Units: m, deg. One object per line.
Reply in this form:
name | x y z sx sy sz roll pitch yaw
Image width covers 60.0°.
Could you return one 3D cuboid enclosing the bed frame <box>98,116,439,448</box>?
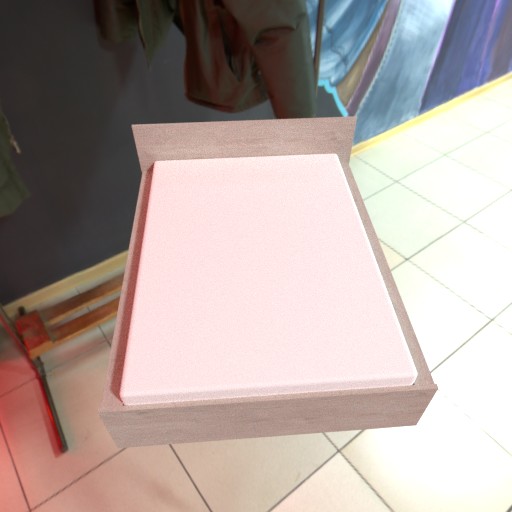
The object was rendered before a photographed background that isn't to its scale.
bed frame | 0.000 0.000 2.796 1.622 0.800 1.960 -3 46 -3
